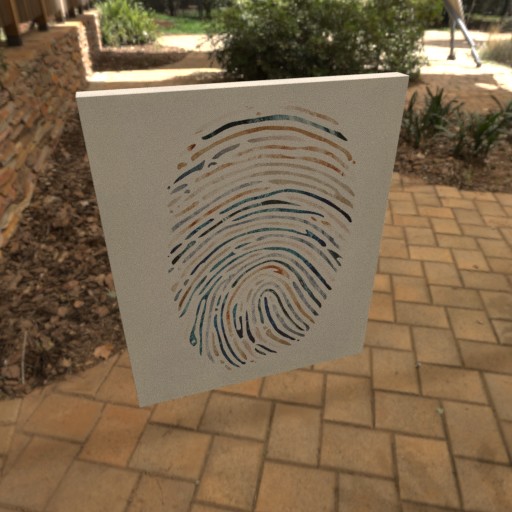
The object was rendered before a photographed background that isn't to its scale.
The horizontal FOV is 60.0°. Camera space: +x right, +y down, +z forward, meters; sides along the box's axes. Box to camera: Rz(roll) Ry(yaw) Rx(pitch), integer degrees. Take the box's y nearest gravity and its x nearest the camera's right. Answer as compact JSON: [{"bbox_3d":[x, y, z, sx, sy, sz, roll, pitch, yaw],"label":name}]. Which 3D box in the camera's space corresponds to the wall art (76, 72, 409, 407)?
[{"bbox_3d":[0.000,0.000,0.820,0.508,0.606,0.037,-10,33,-15],"label":"wall art"}]
